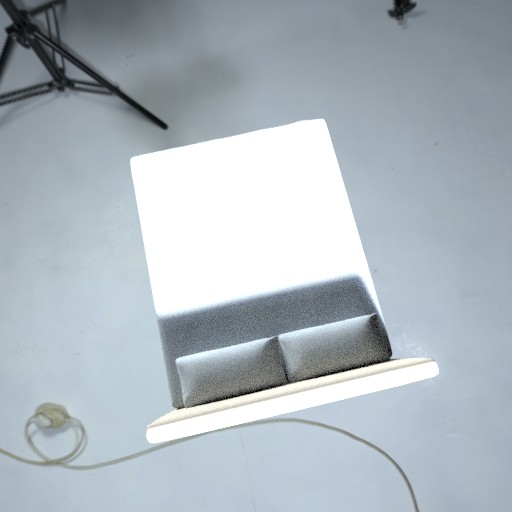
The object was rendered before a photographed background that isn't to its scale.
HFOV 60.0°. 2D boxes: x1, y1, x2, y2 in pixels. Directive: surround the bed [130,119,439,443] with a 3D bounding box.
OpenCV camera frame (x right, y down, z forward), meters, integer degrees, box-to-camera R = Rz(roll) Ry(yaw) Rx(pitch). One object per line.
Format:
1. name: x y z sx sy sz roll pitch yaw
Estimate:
1. bed: 0.000 0.000 3.323 1.748 1.330 2.142 -12 77 -3
